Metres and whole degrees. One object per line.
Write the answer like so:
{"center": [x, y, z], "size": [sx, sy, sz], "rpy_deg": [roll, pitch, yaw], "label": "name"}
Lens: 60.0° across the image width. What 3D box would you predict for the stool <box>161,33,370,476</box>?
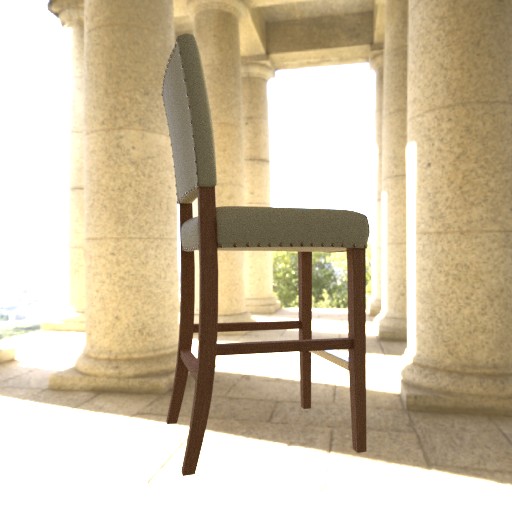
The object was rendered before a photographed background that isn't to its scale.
{"center": [0.000, 0.000, 1.441], "size": [0.584, 1.168, 0.445], "rpy_deg": [0, 0, -17], "label": "stool"}
